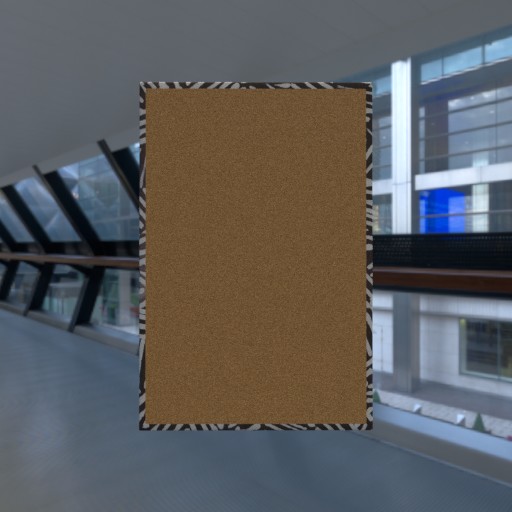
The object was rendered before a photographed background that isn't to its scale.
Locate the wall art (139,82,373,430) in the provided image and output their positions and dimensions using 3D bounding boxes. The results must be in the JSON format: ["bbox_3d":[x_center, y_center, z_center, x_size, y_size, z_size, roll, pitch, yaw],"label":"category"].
[{"bbox_3d":[0.000,0.000,1.183,0.615,0.918,0.035,0,0,0],"label":"wall art"}]
